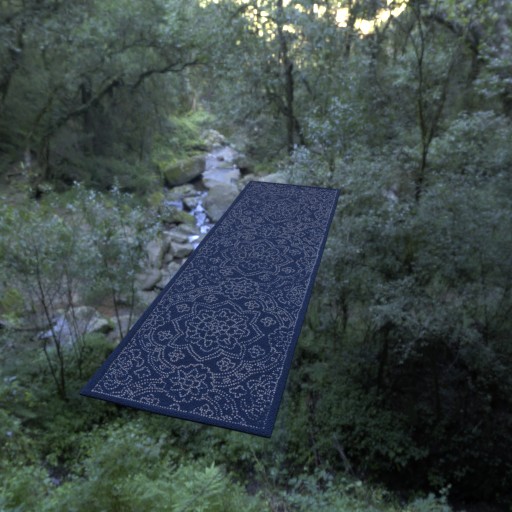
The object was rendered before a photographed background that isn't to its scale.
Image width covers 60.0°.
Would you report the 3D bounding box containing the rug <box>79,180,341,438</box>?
[{"bbox_3d":[0.000,0.000,2.651,0.769,0.012,2.448,8,31,13],"label":"rug"}]
